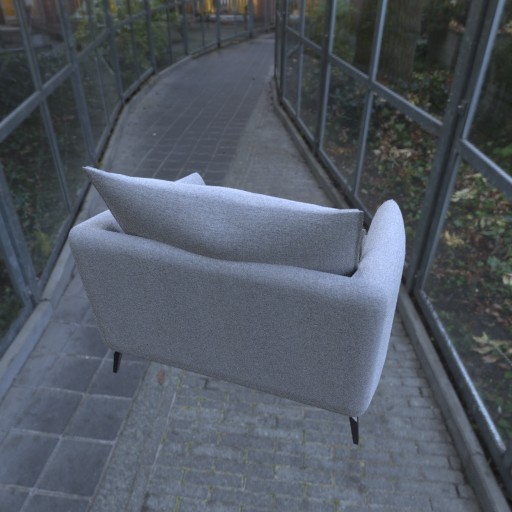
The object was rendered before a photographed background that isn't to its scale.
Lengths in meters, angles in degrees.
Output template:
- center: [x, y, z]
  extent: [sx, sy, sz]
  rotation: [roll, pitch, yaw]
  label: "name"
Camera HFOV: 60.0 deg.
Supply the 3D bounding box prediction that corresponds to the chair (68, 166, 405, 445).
- center: [0.000, 0.000, 1.623]
  extent: [1.029, 0.856, 0.801]
  rotation: [11, 34, 16]
  label: "chair"
